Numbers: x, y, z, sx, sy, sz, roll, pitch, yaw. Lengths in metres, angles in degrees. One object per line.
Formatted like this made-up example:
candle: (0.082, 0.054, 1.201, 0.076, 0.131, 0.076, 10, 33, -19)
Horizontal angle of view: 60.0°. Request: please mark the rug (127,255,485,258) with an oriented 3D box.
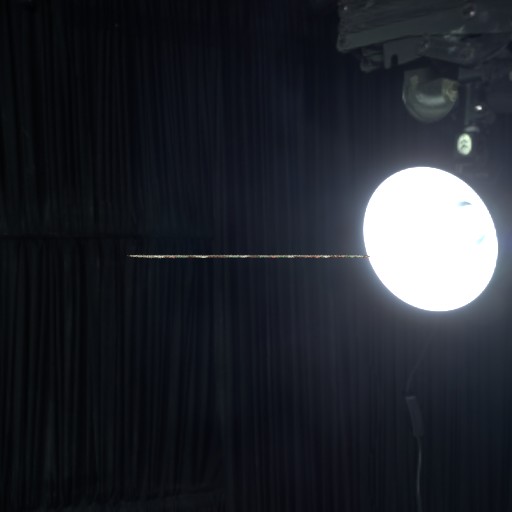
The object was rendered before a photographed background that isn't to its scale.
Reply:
rug: (0.000, 0.000, 2.296, 1.219, 0.008, 1.829, 0, 0, -18)
